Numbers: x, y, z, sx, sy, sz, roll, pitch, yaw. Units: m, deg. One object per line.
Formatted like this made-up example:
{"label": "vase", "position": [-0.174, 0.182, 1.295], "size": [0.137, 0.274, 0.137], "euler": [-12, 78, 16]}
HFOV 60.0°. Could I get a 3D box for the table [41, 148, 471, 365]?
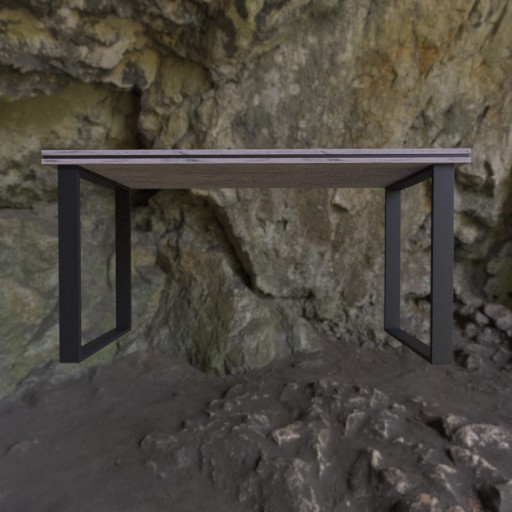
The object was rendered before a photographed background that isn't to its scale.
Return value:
{"label": "table", "position": [0.000, 0.000, 2.240], "size": [1.778, 0.899, 0.795], "euler": [0, 1, 1]}
